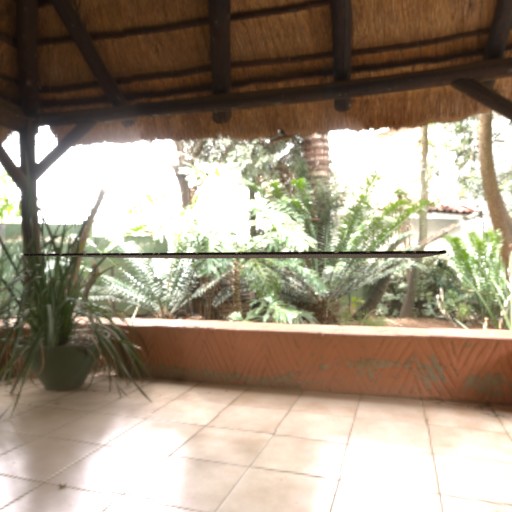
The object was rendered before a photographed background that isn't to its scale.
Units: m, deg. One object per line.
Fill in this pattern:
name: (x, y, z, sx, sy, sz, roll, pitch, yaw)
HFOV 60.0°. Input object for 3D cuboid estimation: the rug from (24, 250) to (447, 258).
rug: (0.000, 0.000, 4.153, 3.047, 0.022, 2.439, 0, -1, 17)
